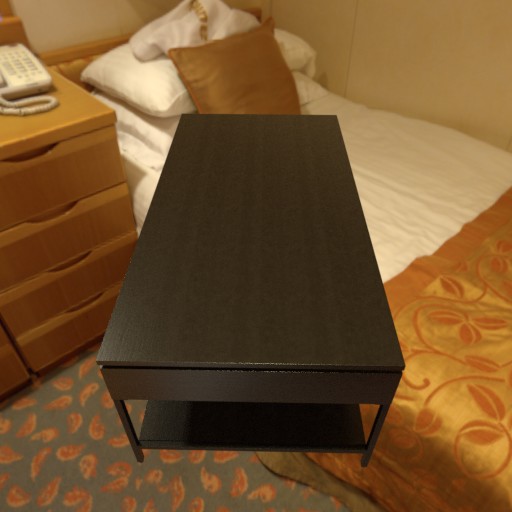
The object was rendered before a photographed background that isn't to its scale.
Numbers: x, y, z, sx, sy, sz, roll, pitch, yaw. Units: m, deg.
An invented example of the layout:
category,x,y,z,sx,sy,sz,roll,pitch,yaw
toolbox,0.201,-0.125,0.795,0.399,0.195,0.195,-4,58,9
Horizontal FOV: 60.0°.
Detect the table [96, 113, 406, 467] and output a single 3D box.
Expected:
category,x,y,z,sx,sy,sz,roll,pitch,yaw
table,0.000,0.000,1.373,0.574,0.435,1.095,1,41,1
